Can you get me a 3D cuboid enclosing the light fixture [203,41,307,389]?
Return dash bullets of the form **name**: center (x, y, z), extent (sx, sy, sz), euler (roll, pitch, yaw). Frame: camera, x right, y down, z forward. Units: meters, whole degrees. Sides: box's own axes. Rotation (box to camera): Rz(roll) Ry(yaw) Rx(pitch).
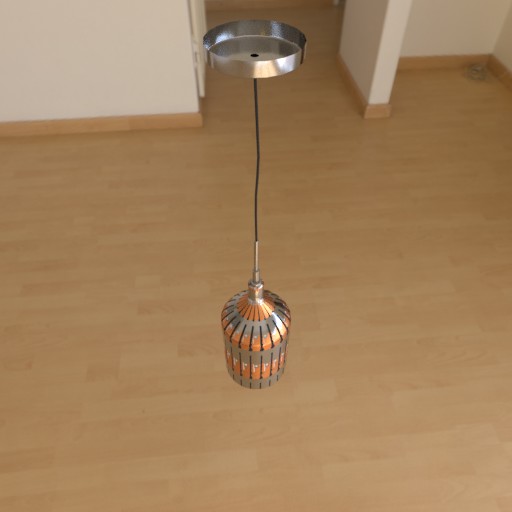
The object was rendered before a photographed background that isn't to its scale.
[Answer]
- **light fixture**: center (0.000, 0.000, 1.627), extent (0.303, 1.535, 0.303), euler (0, 47, 0)
